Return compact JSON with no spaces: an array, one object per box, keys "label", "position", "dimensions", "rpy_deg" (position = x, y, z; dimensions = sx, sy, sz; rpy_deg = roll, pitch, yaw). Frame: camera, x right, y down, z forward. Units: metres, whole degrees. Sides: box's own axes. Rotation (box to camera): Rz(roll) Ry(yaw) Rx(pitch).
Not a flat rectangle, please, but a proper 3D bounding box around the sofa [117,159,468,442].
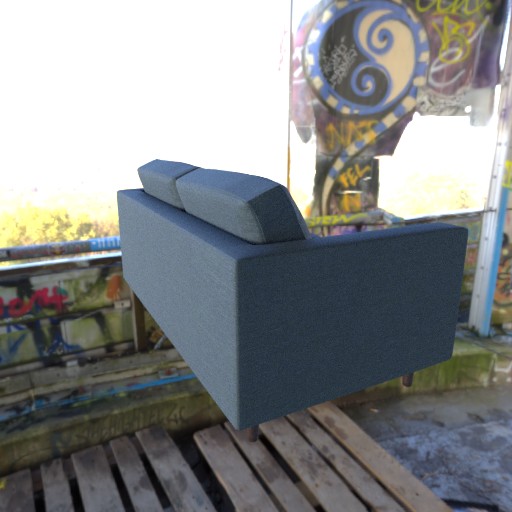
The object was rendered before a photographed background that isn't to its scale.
[{"label":"sofa","position":[0.000,0.000,2.200],"dimensions":[0.999,0.907,1.659],"rpy_deg":[-8,18,-27]}]
